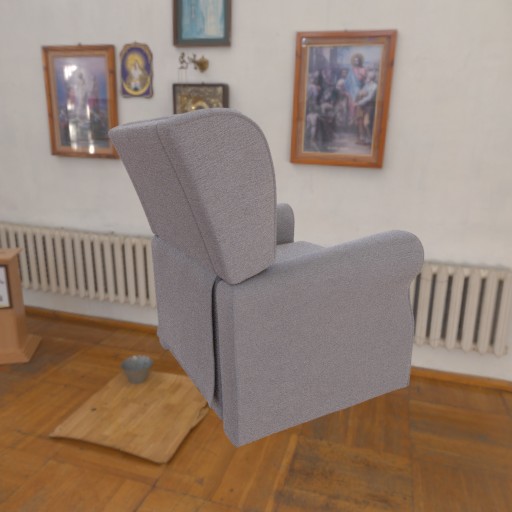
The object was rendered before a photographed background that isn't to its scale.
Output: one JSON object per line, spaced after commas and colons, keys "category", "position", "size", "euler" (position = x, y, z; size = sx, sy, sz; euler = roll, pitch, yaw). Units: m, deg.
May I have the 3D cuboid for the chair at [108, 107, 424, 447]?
{"category": "chair", "position": [0.000, 0.000, 1.620], "size": [0.854, 0.966, 0.906], "euler": [-7, 16, -27]}
